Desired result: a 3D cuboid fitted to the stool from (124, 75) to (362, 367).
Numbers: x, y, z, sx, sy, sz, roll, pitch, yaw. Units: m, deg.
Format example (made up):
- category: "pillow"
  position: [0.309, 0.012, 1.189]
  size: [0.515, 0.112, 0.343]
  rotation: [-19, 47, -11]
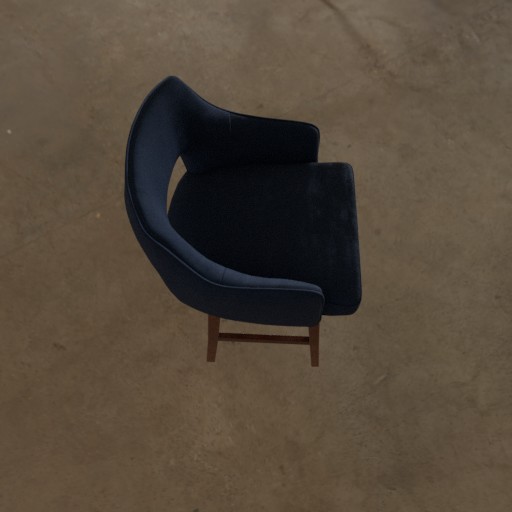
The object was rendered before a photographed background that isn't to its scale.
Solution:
- category: "stool"
  position: [0.000, 0.000, 1.385]
  size: [0.560, 1.041, 0.550]
  rotation: [2, 63, 1]
